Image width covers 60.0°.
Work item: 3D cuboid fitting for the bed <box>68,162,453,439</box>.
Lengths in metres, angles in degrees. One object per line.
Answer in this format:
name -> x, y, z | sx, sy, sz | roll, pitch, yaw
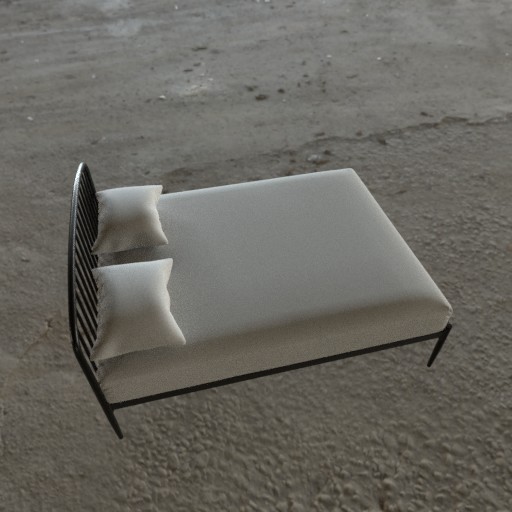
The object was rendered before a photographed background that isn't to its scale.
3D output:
bed -> 0.000, 0.000, 3.074 | 2.159, 1.166, 1.618 | -10, 45, -10
